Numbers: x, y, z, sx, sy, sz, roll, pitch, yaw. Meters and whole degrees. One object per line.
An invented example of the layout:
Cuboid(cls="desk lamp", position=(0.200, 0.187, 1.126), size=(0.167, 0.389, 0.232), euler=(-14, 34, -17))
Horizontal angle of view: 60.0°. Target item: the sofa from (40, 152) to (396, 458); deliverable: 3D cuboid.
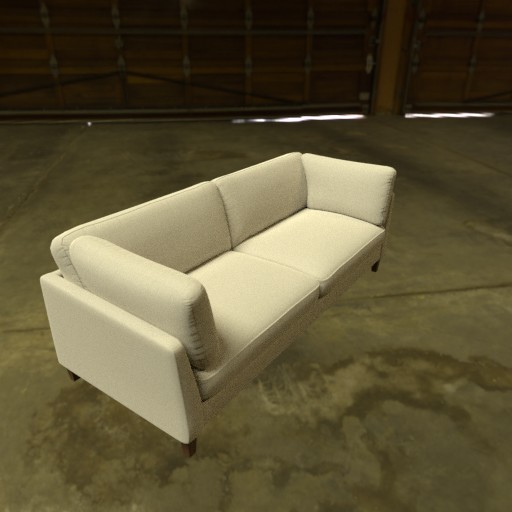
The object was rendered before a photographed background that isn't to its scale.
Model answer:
Cuboid(cls="sofa", position=(0.000, 0.000, 2.753), size=(0.957, 0.863, 2.301), euler=(17, 31, 31))
